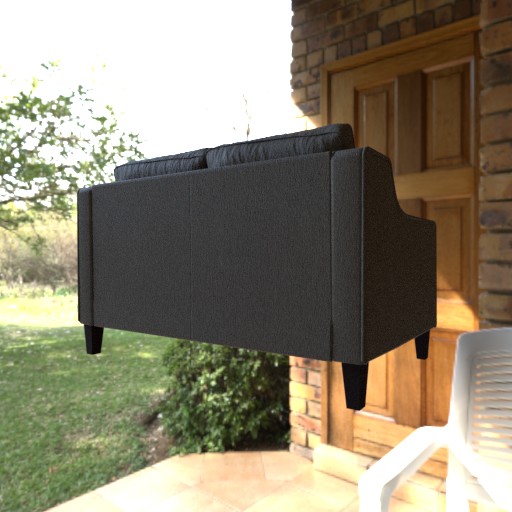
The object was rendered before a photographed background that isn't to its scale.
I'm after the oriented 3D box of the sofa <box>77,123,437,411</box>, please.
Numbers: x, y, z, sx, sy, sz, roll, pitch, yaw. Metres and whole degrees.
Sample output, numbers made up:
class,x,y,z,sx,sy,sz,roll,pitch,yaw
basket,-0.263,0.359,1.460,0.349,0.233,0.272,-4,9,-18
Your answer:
class,x,y,z,sx,sy,sz,roll,pitch,yaw
sofa,0.000,0.000,2.187,1.503,0.981,0.985,0,0,35
